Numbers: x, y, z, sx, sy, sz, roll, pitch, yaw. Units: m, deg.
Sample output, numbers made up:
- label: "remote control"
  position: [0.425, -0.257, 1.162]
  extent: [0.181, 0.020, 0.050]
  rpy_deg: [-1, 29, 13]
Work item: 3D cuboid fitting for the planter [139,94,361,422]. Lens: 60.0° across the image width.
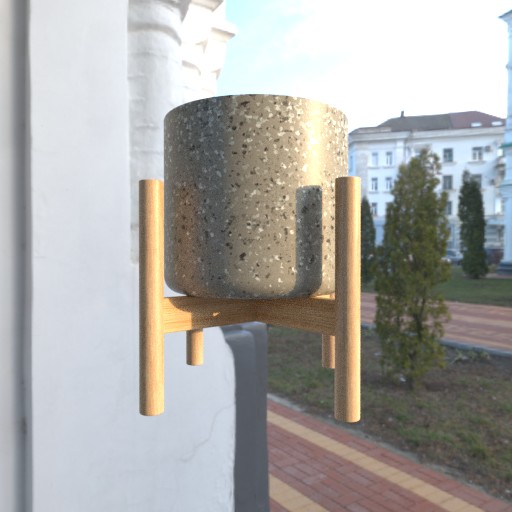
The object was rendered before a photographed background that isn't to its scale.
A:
- label: "planter"
  position: [0.000, 0.000, 0.546]
  extent: [0.284, 0.320, 0.284]
  rpy_deg: [0, 1, -18]
